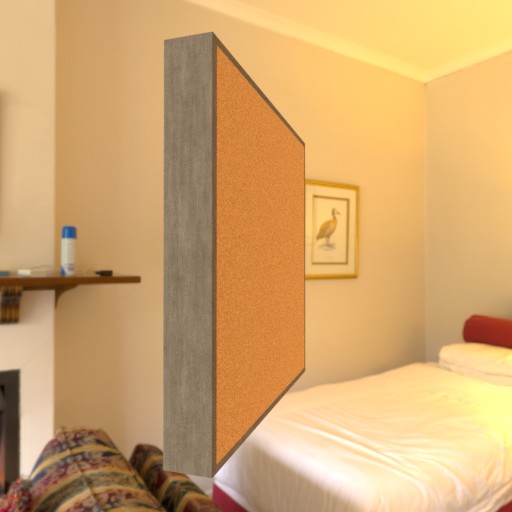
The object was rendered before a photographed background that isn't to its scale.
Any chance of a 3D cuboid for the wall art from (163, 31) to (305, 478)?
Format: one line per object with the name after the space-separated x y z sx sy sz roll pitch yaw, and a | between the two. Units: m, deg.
0.000 0.000 0.448 0.038 0.302 0.303 0 -1 18 | wall art
